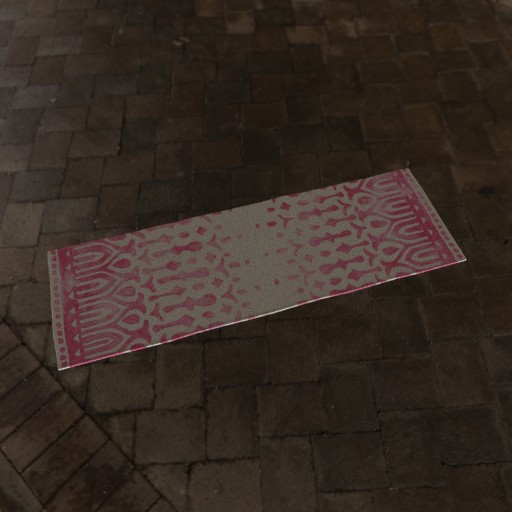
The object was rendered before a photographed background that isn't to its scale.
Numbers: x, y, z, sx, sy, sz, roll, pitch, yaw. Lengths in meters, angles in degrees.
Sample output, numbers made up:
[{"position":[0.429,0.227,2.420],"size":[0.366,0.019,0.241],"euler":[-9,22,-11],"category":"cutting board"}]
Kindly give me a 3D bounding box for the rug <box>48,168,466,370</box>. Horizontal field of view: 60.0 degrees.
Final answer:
[{"position":[0.000,0.000,2.724],"size":[2.458,0.011,0.787],"euler":[-14,60,-8],"category":"rug"}]
